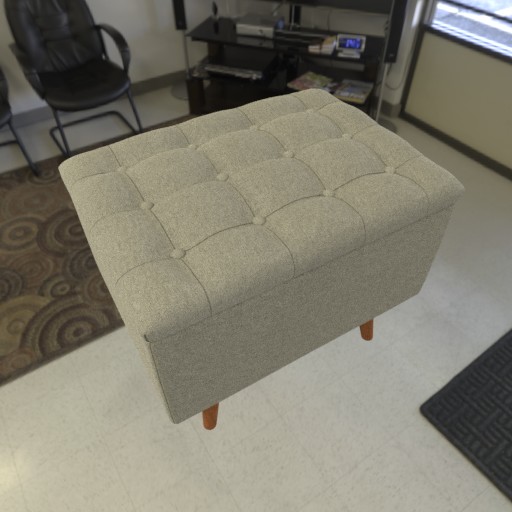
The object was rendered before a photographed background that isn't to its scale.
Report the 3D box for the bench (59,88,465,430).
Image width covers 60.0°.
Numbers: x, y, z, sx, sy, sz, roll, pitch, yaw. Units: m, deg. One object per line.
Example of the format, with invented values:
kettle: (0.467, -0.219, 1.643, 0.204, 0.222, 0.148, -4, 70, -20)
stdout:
bench: (0.000, 0.000, 0.892, 0.572, 0.469, 0.417, -23, 50, -21)
